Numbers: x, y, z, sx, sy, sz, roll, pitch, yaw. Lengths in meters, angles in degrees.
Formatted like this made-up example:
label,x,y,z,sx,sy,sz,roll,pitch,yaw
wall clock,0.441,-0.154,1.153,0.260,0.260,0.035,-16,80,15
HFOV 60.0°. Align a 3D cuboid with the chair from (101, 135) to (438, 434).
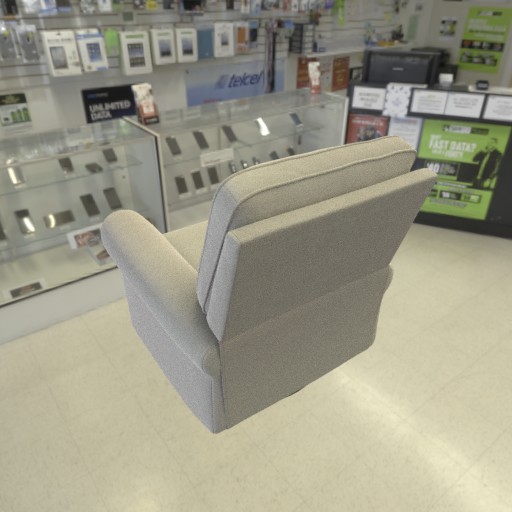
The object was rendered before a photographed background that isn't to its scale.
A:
label,x,y,z,sx,sy,sz,roll,pitch,yaw
chair,0.000,0.000,1.639,0.890,0.960,0.878,-20,37,-29
